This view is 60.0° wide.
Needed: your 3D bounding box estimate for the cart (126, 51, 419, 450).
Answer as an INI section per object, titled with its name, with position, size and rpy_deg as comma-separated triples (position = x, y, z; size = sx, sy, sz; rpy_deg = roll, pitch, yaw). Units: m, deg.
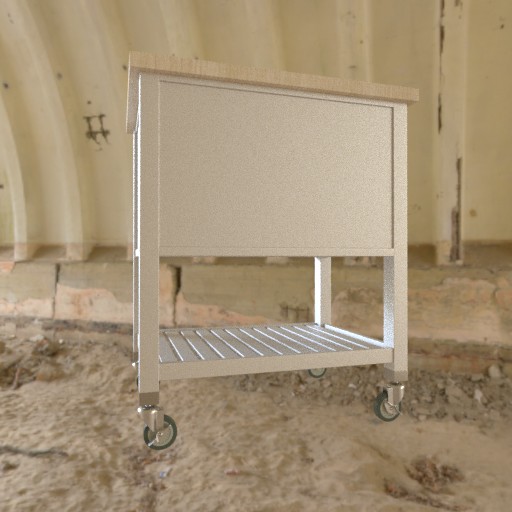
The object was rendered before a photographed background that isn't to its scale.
[cart]
position = 0.000, 0.000, 1.367
size = 0.762, 0.914, 0.559
rpy_deg = 0, 0, -17
